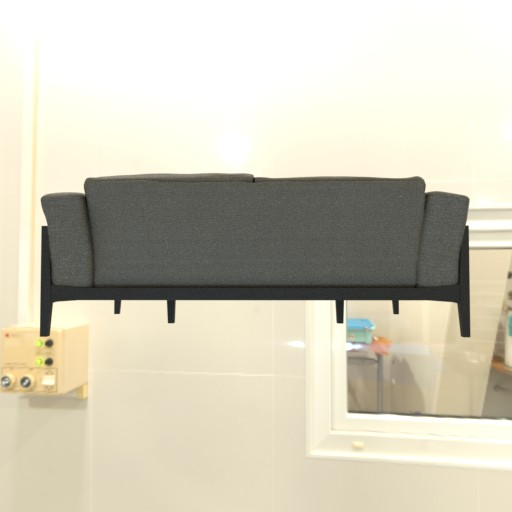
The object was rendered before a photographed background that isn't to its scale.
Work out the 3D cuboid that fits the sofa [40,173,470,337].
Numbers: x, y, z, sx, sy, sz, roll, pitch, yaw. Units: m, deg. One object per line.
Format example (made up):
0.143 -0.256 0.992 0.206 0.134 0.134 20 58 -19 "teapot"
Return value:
0.000 0.000 2.170 1.690 0.656 0.960 0 -2 1 "sofa"
